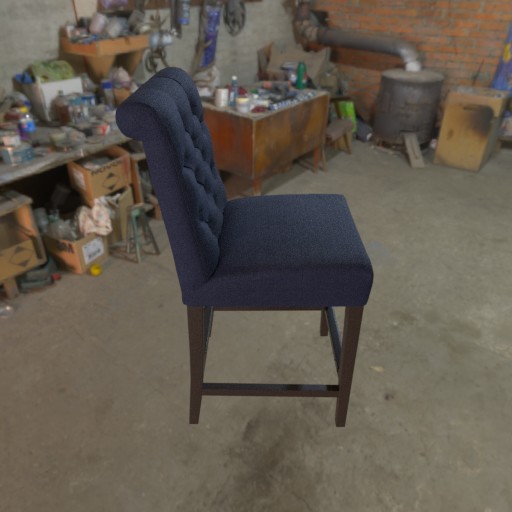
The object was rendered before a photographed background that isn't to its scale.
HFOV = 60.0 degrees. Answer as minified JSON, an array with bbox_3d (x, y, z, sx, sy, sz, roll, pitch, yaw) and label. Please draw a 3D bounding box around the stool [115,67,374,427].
[{"bbox_3d":[0.000,0.000,1.348,0.601,1.010,0.493,0,32,0],"label":"stool"}]
